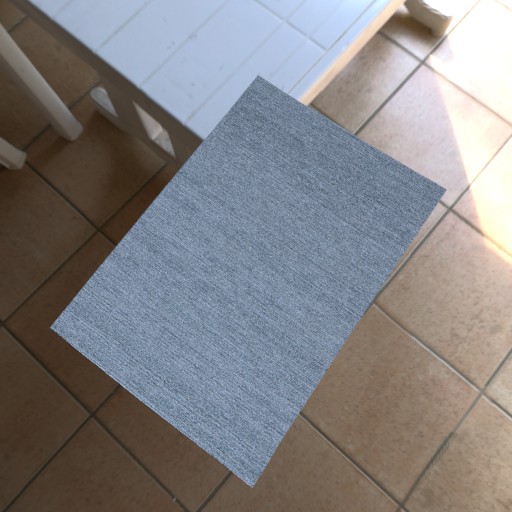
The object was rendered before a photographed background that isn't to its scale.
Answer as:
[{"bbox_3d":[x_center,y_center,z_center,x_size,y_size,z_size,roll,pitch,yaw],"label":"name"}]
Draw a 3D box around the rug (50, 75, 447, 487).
[{"bbox_3d":[0.000,0.000,2.975,1.616,0.030,2.338,35,78,8],"label":"rug"}]
